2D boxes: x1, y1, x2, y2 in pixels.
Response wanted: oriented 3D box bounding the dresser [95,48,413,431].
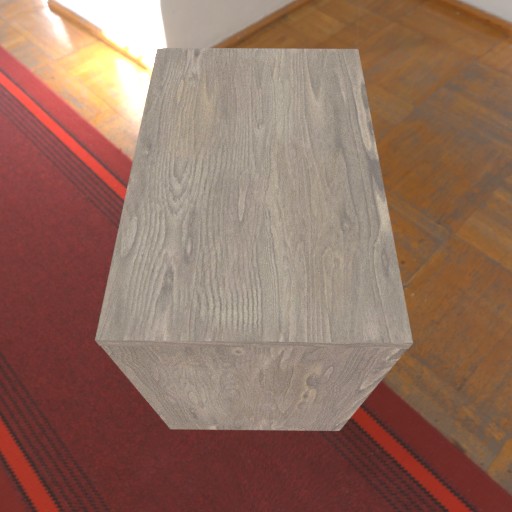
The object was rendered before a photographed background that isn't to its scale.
[{"bbox_3d":[0.000,0.000,1.274,0.529,0.762,0.809,0,58,0],"label":"dresser"}]
